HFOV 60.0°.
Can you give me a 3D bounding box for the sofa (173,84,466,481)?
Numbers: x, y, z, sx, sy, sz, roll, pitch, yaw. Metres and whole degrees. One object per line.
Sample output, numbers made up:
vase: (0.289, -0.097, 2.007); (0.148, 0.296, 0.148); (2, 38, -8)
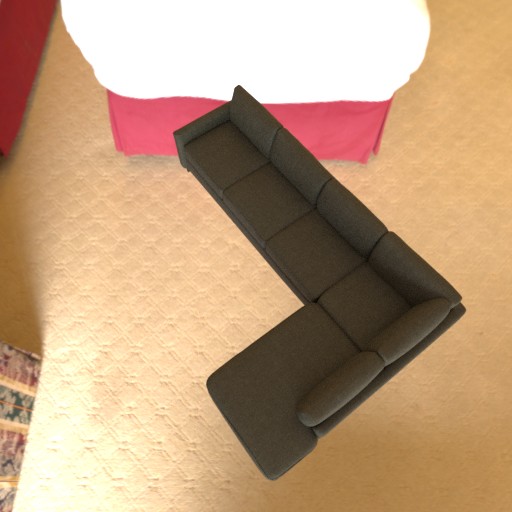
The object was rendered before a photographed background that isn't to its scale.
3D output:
sofa: (0.000, 0.000, 3.860); (1.984, 0.858, 2.972); (-34, 68, -16)
